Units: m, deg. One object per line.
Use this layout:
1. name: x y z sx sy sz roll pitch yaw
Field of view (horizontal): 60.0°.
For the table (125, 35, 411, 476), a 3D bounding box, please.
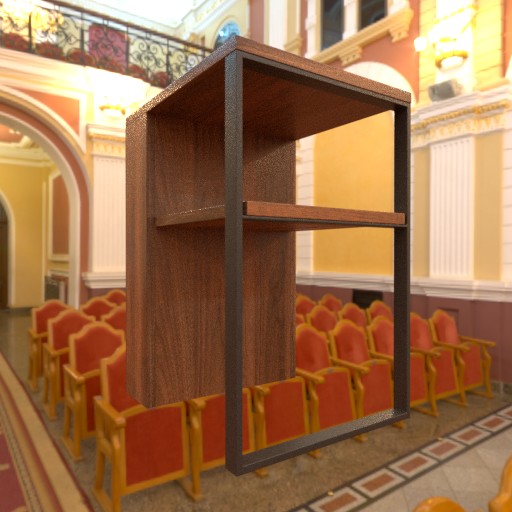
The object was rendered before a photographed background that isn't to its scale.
1. table: 0.000 0.000 1.549 0.660 1.041 0.786 0 0 -35
